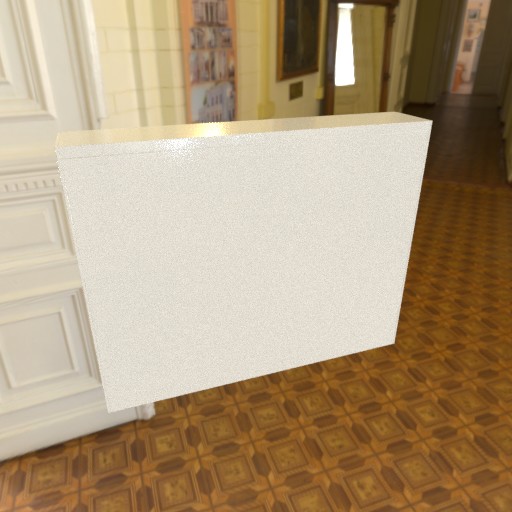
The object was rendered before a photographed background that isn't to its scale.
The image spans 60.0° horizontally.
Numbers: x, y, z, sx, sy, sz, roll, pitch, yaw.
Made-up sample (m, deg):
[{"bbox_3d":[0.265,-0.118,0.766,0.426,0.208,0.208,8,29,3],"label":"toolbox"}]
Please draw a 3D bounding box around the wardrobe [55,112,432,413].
[{"bbox_3d":[0.000,0.000,4.116,3.000,2.360,0.580,-9,28,-17],"label":"wardrobe"}]
